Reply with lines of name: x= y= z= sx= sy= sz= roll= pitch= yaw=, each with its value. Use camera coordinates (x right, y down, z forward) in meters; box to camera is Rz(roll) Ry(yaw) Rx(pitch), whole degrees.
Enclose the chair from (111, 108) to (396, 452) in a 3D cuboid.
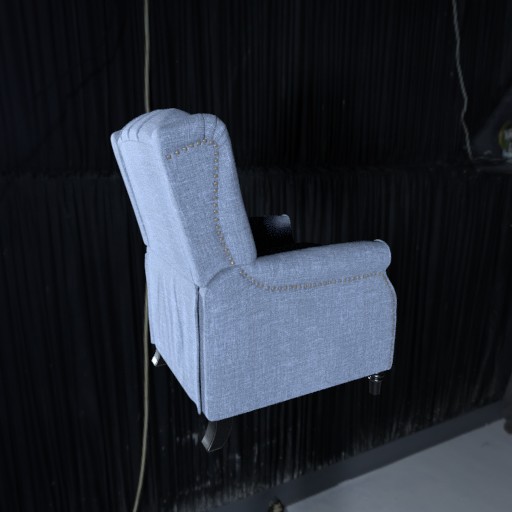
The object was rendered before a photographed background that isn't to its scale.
chair: x=0.000 y=0.000 z=1.680 sx=0.898 sy=1.035 sz=0.742 roll=-7 pitch=16 yaw=-27
